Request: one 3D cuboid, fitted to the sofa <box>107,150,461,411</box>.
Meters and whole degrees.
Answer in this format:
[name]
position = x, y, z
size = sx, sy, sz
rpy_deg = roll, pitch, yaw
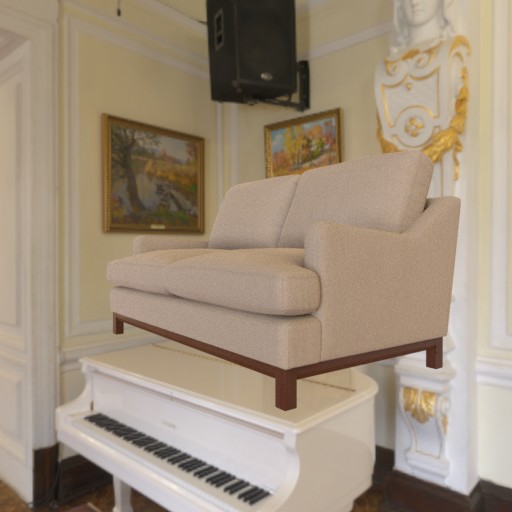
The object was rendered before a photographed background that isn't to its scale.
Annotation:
[sofa]
position = 0.000, 0.000, 2.218
size = 1.004, 0.910, 1.619
rpy_deg = 0, 1, -36
